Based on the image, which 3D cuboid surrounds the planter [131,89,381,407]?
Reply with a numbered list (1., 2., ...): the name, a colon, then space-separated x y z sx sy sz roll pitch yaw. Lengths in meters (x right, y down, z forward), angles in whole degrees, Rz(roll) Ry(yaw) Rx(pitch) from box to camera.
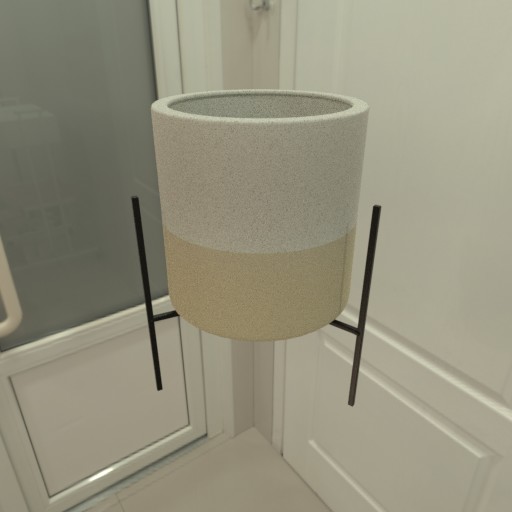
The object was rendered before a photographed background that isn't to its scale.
1. planter: 0.000 0.000 0.552 0.267 0.362 0.263 -18 32 -31
